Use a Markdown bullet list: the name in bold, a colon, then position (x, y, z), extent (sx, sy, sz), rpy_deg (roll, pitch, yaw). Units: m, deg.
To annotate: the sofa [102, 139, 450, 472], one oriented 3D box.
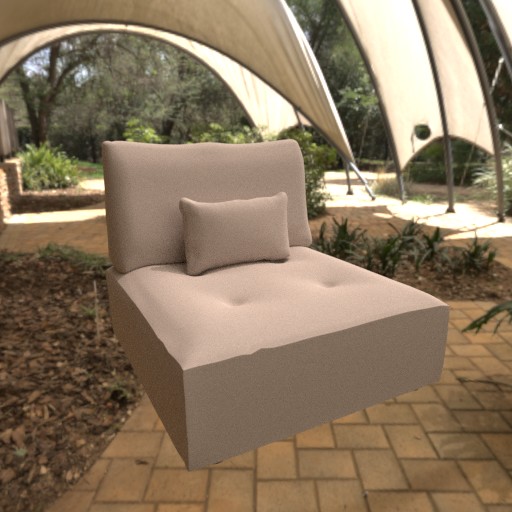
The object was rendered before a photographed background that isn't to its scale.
- **sofa**: position (0.000, 0.000, 1.649), extent (0.935, 0.828, 1.000), rpy_deg (-8, 17, -27)
